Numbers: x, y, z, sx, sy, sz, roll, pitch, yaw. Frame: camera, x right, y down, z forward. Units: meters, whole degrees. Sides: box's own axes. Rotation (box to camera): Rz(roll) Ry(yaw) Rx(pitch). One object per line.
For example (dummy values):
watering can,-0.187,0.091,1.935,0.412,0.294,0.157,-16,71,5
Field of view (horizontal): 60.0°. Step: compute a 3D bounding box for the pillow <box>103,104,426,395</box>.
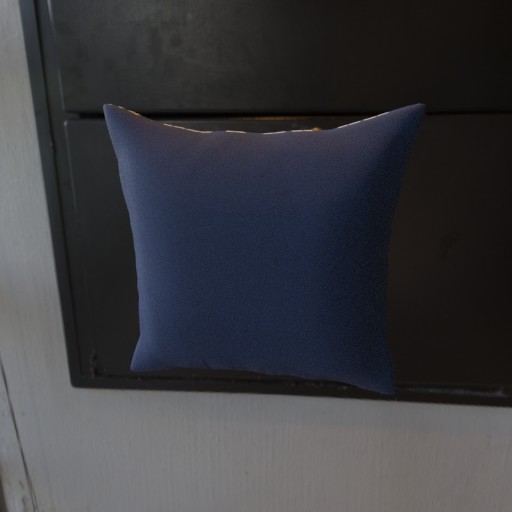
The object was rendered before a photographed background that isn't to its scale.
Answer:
pillow,0.000,0.000,0.758,0.504,0.494,0.188,3,17,9
